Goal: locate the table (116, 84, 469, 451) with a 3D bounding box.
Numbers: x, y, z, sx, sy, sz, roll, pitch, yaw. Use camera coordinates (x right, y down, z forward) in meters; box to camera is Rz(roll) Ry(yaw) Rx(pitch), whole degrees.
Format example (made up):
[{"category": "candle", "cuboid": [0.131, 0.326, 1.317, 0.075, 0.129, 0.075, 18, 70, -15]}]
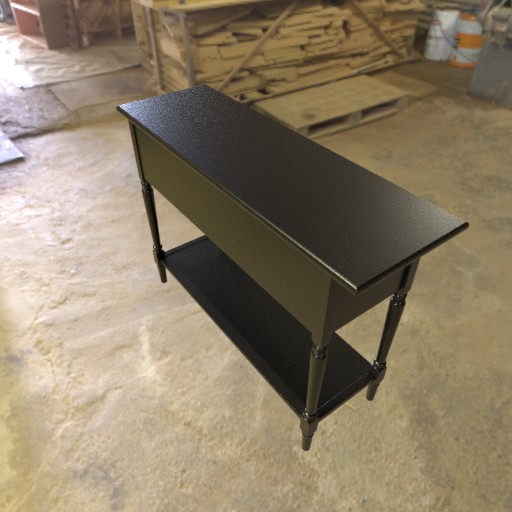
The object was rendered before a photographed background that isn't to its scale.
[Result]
[{"category": "table", "cuboid": [0.000, 0.000, 1.593, 0.386, 0.819, 1.191, -26, 46, -27]}]
